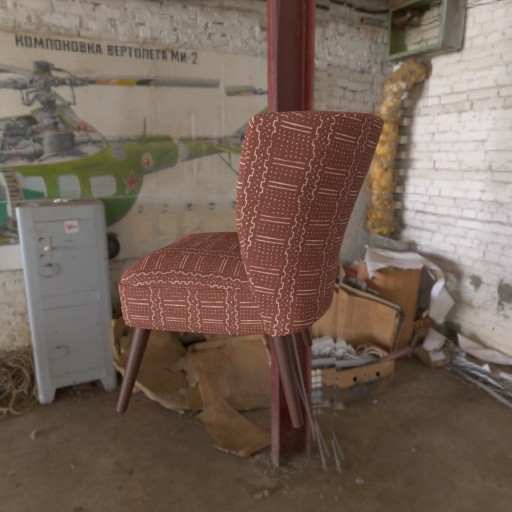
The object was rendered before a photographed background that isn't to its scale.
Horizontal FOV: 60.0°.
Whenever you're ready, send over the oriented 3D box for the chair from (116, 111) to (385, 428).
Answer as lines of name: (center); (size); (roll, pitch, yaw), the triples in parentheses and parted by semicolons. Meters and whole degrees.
chair: (0.000, 0.000, 1.448); (0.758, 0.866, 0.706); (2, 13, 10)
